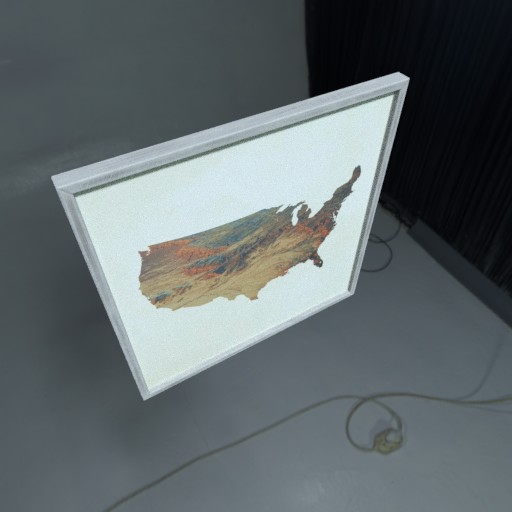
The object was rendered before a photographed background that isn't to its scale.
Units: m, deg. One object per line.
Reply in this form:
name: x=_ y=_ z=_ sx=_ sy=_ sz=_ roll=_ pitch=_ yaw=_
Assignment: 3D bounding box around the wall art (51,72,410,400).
wall art: x=0.000 y=0.000 z=0.448 sx=0.303 sy=0.303 sz=0.015 roll=-23 pitch=51 yaw=-20
